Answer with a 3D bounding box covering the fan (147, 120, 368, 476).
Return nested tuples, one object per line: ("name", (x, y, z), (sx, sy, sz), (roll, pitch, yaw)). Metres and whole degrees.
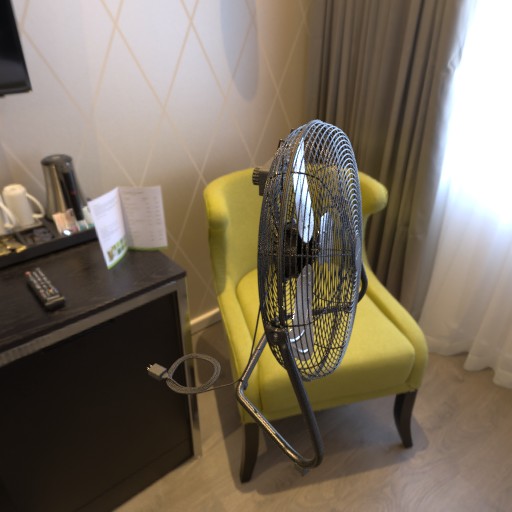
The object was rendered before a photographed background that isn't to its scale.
("fan", (0.000, 0.000, 0.994), (0.470, 0.605, 0.595), (10, 32, 17))
